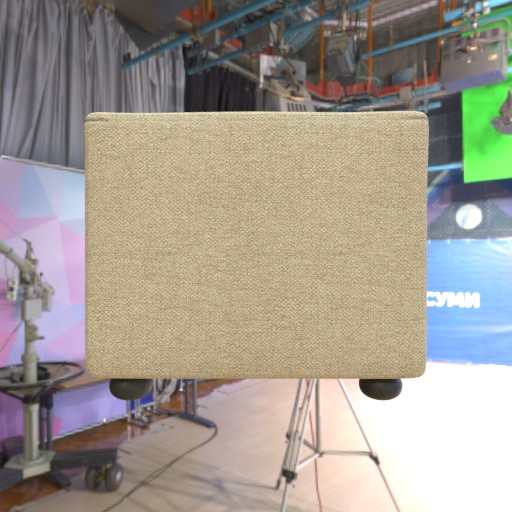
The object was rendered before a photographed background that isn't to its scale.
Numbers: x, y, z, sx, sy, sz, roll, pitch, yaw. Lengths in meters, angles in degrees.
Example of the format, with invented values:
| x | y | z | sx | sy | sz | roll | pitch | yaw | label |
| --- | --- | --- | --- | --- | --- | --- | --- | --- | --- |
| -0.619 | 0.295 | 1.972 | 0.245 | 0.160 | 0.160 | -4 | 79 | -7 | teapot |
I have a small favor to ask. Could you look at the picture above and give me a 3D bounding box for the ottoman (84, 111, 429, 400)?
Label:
| x | y | z | sx | sy | sz | roll | pitch | yaw | label |
| --- | --- | --- | --- | --- | --- | --- | --- | --- | --- |
| 0.000 | 0.000 | 0.870 | 0.508 | 0.432 | 0.508 | 0 | 0 | 0 | ottoman |
